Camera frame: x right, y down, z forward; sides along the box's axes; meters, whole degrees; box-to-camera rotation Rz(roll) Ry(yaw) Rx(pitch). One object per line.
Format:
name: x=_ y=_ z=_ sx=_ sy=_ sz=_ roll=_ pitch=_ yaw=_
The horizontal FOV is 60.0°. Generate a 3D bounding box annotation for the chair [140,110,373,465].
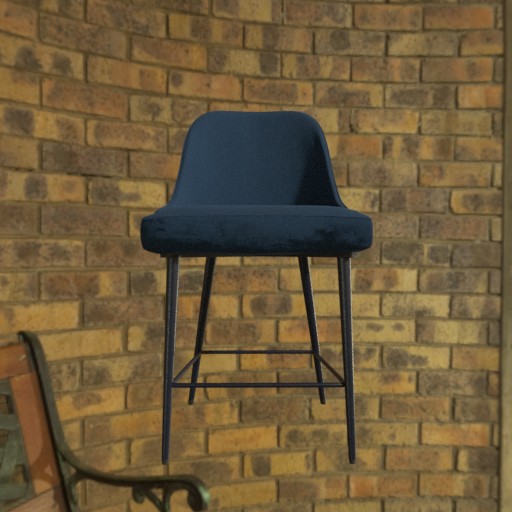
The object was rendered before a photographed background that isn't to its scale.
chair: x=0.000 y=0.000 z=1.200 sx=0.526 sy=0.927 sz=0.489 roll=0 pitch=1 yaw=0
